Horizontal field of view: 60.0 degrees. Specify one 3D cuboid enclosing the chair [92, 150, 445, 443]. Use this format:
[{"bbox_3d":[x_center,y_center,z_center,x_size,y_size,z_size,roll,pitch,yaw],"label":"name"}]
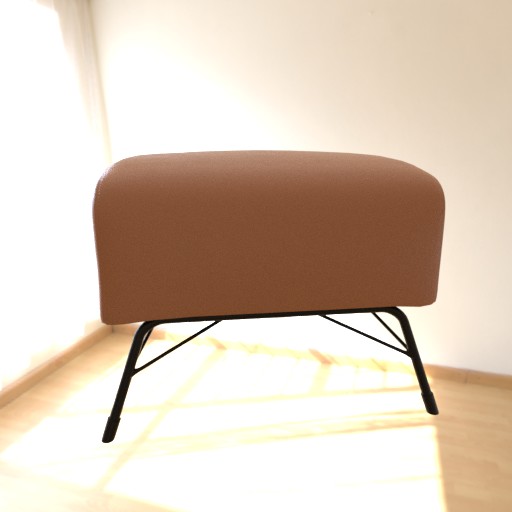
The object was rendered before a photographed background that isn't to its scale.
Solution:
[{"bbox_3d":[0.000,0.000,0.882,0.530,0.410,0.530,-2,15,-7],"label":"chair"}]
